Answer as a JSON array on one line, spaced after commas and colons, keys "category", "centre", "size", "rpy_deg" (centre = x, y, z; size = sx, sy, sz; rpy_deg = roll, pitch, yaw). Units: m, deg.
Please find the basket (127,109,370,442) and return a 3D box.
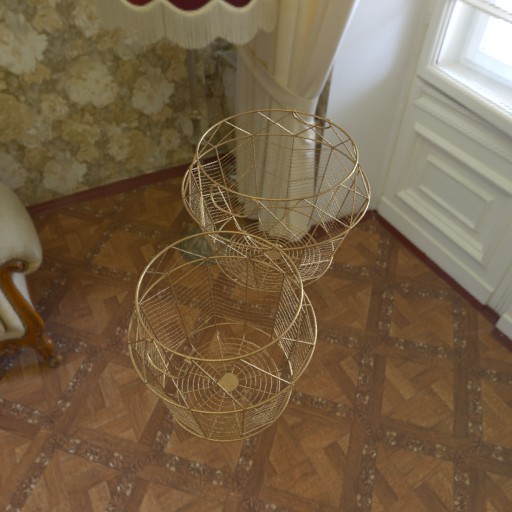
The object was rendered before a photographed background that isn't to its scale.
[{"category": "basket", "centre": [0.000, 0.000, 1.006], "size": [0.451, 0.343, 0.805], "rpy_deg": [11, 47, 10]}]
